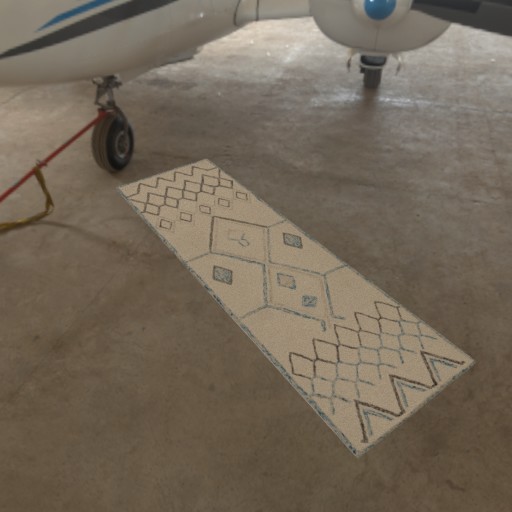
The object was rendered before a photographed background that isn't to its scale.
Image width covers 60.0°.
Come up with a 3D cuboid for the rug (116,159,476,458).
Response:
[{"bbox_3d":[0.000,0.000,2.638,0.770,0.013,2.434,-25,46,-26],"label":"rug"}]
